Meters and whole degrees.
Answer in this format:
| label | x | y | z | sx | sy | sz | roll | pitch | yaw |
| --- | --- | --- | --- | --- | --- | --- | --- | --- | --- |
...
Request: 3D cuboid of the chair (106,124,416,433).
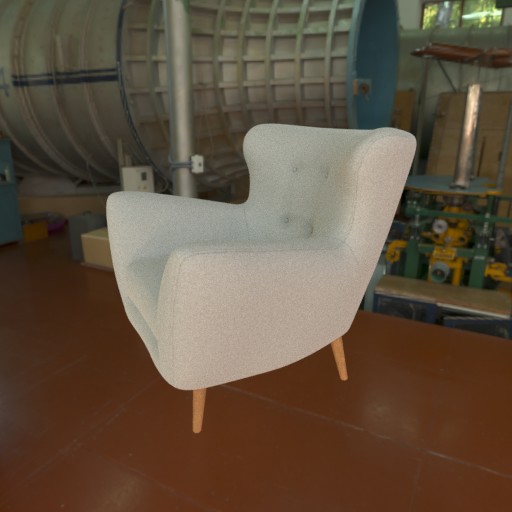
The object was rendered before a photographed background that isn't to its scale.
| label | x | y | z | sx | sy | sz | roll | pitch | yaw |
| --- | --- | --- | --- | --- | --- | --- | --- | --- | --- |
| chair | 0.000 | 0.000 | 1.581 | 0.889 | 0.889 | 0.890 | -9 | 20 | -26 |
